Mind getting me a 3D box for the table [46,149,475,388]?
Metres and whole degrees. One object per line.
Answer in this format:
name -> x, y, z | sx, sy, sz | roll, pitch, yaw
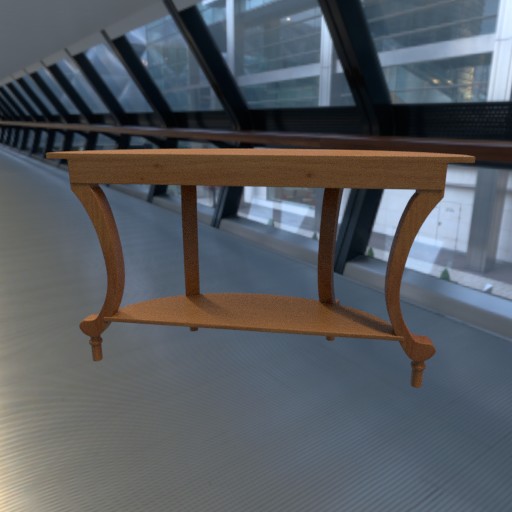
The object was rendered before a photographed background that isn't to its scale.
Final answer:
table -> 0.000, 0.000, 1.504 | 1.198, 0.692, 0.394 | 2, 16, 9
